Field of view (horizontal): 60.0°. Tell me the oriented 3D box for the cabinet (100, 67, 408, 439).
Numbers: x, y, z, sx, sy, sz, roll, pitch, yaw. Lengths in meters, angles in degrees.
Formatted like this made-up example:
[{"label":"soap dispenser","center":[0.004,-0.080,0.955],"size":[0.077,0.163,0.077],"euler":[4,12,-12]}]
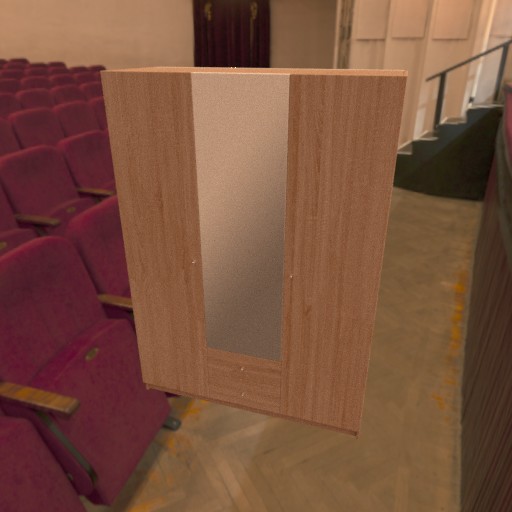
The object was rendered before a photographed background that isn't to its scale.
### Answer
[{"label":"cabinet","center":[0.000,0.000,2.745],"size":[1.500,2.120,0.590],"euler":[8,26,16]}]
